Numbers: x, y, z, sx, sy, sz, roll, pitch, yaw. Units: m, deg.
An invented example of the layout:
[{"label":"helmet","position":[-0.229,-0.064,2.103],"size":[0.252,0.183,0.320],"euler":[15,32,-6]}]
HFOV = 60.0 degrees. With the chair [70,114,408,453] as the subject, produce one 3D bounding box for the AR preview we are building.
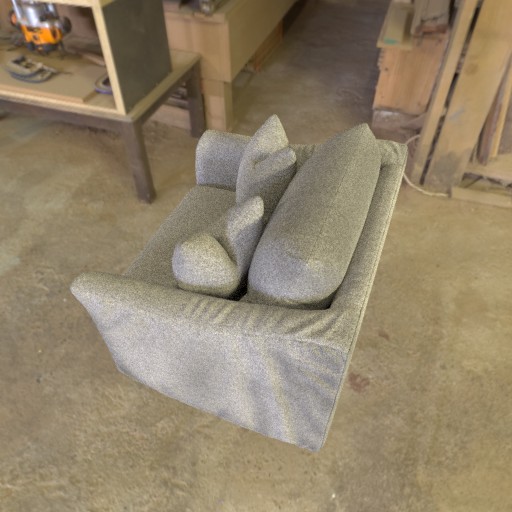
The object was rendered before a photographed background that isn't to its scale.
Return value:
[{"label":"chair","position":[0.000,0.000,2.050],"size":[1.071,1.059,1.194],"euler":[16,49,15]}]
